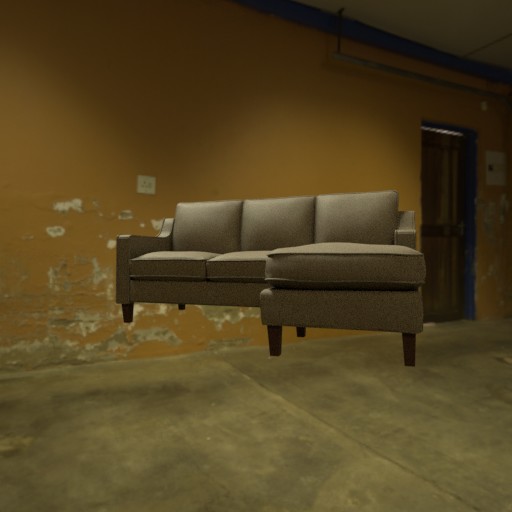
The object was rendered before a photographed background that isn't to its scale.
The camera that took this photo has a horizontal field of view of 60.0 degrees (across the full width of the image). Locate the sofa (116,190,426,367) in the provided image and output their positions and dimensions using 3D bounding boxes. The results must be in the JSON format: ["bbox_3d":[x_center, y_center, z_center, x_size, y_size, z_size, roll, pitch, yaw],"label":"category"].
[{"bbox_3d":[0.000,0.000,3.305,2.317,1.081,1.858,0,0,19],"label":"sofa"}]
